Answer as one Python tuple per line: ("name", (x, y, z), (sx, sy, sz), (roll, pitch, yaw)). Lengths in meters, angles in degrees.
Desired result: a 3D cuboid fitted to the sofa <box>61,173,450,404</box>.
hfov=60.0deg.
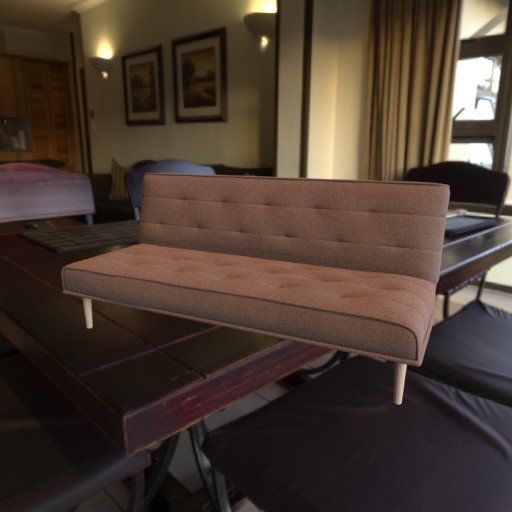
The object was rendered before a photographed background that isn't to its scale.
("sofa", (0.000, 0.000, 2.370), (1.820, 0.810, 1.038), (7, 16, 26))
